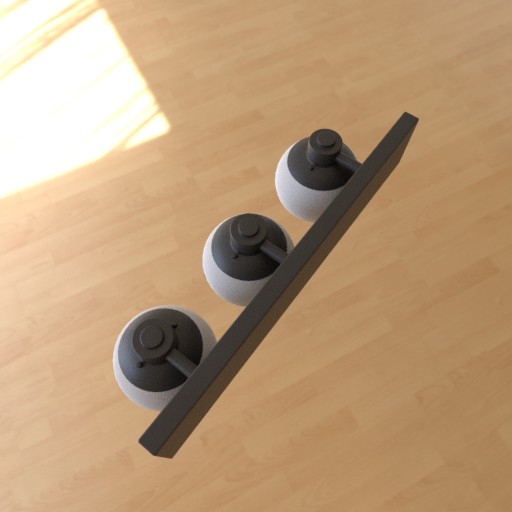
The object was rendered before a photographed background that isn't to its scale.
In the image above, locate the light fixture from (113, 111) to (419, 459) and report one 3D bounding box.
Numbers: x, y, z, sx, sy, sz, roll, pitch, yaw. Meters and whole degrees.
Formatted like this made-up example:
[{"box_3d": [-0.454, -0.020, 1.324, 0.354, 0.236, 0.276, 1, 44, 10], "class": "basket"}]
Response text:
[{"box_3d": [0.000, 0.000, 0.845, 0.218, 0.263, 0.721, 34, 69, 15], "class": "light fixture"}]
